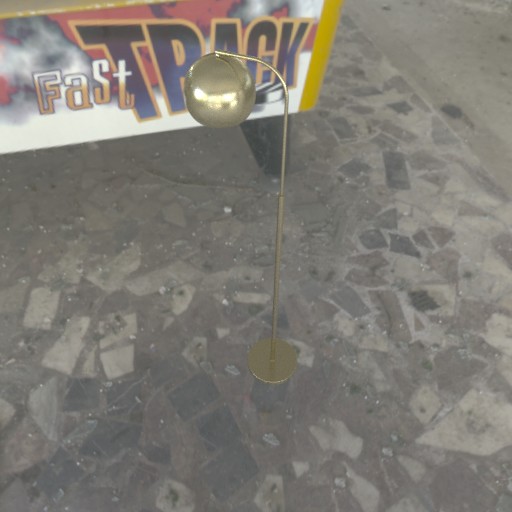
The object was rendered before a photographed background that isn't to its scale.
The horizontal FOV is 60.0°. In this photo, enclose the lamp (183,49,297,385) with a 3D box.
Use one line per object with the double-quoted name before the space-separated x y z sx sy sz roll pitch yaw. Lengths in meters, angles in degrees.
"lamp" 0.000 0.000 1.707 0.431 1.526 0.250 18 50 16
